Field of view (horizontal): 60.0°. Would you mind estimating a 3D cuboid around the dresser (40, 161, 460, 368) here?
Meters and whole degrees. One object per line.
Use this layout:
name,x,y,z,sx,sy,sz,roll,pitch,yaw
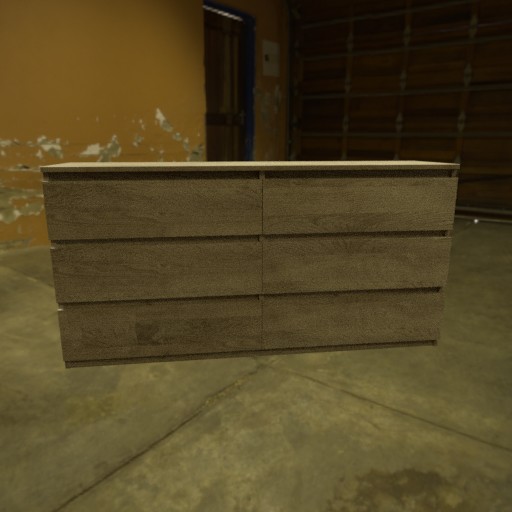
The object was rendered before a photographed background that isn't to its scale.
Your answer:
dresser,0.000,0.000,1.941,1.590,0.795,0.390,-2,14,-8
